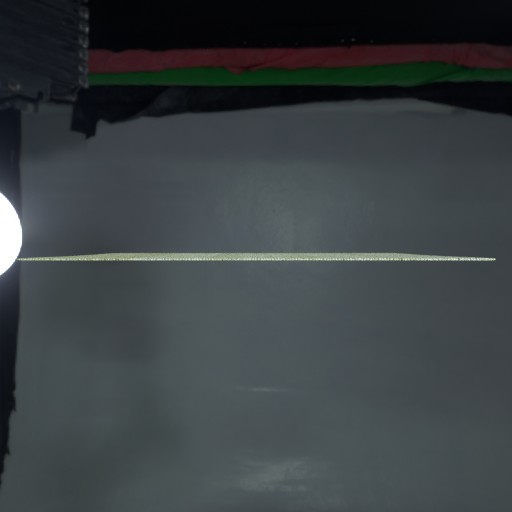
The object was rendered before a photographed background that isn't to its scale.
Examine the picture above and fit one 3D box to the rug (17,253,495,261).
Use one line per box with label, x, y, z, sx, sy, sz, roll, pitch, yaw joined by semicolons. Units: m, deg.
rug;0.000;0.000;2.182;1.758;0.010;1.143;0;1;0
